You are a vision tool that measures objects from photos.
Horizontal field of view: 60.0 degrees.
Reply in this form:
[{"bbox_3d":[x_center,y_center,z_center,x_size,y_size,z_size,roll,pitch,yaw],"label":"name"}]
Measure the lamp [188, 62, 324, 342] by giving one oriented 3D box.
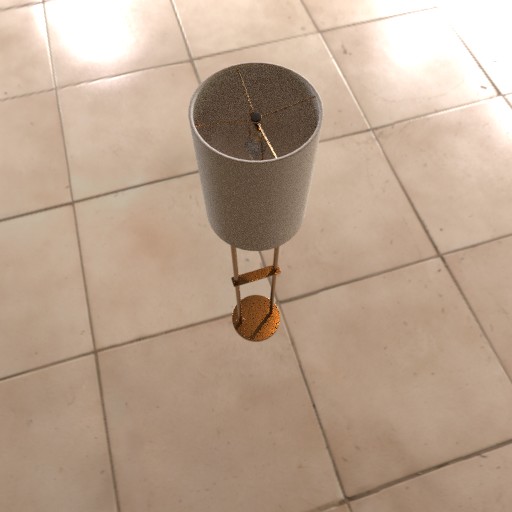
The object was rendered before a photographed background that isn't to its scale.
[{"bbox_3d":[0.000,0.000,1.673,0.306,1.500,0.305,-16,65,-8],"label":"lamp"}]
